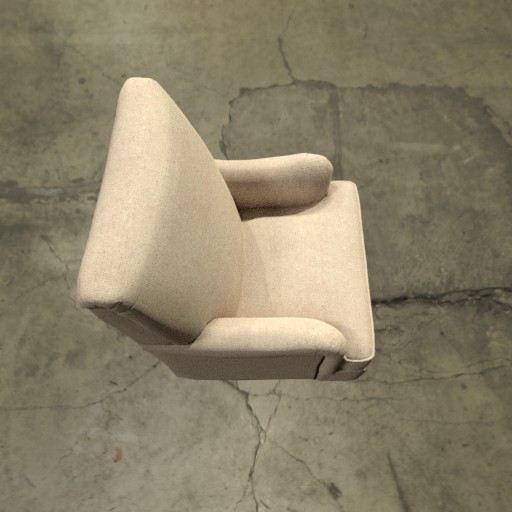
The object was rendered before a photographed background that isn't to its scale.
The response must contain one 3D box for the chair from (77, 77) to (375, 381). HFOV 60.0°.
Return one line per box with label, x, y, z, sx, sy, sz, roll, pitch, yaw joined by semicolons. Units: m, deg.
chair;0.000;0.000;1.818;0.953;1.119;0.879;1;62;0
